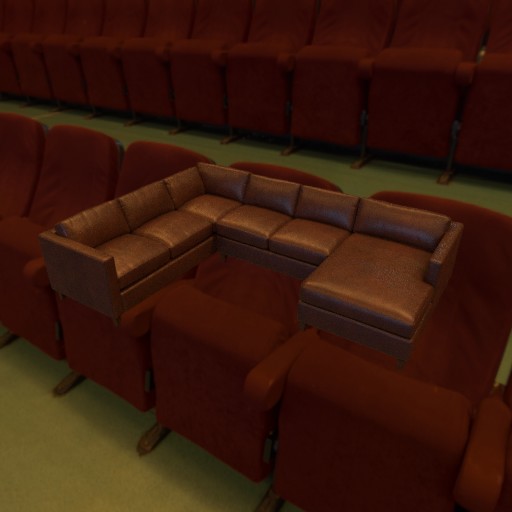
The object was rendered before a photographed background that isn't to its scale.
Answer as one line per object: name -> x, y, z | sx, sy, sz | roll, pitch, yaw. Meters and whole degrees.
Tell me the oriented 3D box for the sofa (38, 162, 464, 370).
sofa -> 0.000, 0.000, 4.409 | 3.324, 0.891, 2.452 | 18, 34, 28
